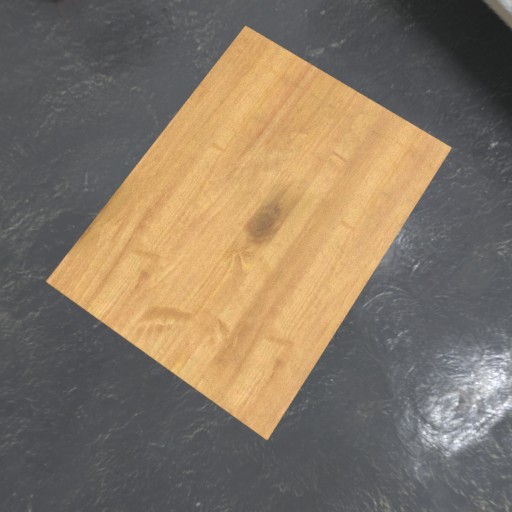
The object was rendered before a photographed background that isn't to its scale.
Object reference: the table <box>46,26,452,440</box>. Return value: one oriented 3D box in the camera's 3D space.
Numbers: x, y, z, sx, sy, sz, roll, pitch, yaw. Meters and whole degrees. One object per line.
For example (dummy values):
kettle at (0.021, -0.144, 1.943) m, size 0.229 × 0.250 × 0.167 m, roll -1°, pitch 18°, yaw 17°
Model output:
table at (0.000, 0.000, 1.250) m, size 0.500 × 0.813 × 0.660 m, roll 34°, pitch 80°, yaw 7°
